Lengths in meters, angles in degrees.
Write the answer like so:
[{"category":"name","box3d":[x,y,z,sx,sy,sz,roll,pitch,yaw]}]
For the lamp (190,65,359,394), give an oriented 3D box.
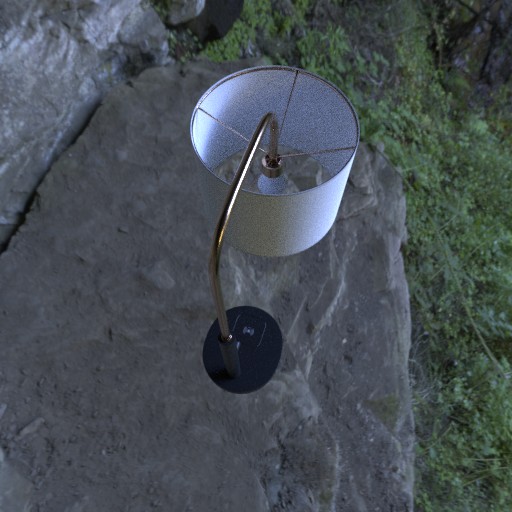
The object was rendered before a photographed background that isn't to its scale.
[{"category":"lamp","box3d":[0.000,0.000,0.687,0.199,0.540,0.337,17,65,8]}]
